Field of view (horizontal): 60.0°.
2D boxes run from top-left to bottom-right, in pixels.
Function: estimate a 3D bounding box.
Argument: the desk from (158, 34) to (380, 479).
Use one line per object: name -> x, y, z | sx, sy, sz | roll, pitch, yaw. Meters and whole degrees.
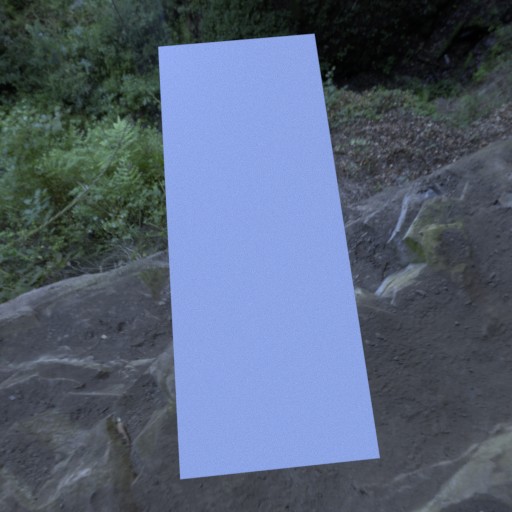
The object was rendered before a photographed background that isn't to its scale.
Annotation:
desk -> 0.000, 0.000, 1.893 | 0.603, 0.773, 1.530 | -5, 76, -1
